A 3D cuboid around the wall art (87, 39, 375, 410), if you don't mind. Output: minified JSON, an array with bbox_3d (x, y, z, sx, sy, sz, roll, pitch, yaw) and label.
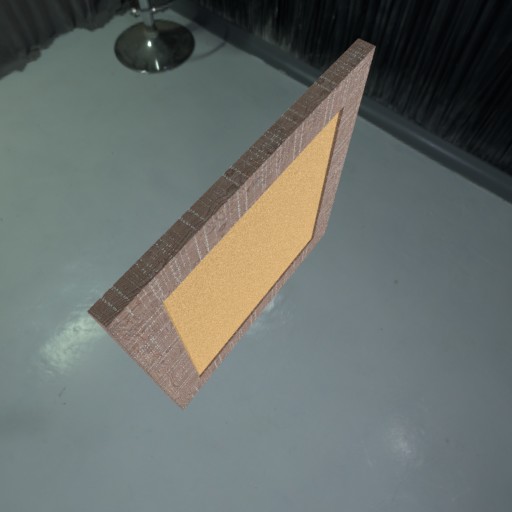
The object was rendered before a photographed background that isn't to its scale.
[{"bbox_3d":[0.000,0.000,0.780,0.029,0.531,0.531,34,67,16],"label":"wall art"}]
